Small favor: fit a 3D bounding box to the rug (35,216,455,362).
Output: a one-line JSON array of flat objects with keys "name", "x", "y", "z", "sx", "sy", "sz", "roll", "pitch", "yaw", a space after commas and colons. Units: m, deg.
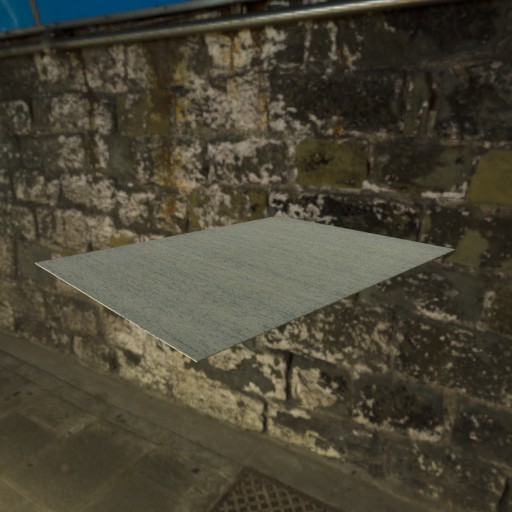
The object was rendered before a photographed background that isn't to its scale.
[{"name": "rug", "x": 0.000, "y": 0.000, "z": 4.224, "sx": 3.197, "sy": 0.006, "sz": 2.438, "roll": -15, "pitch": 22, "yaw": -42}]
